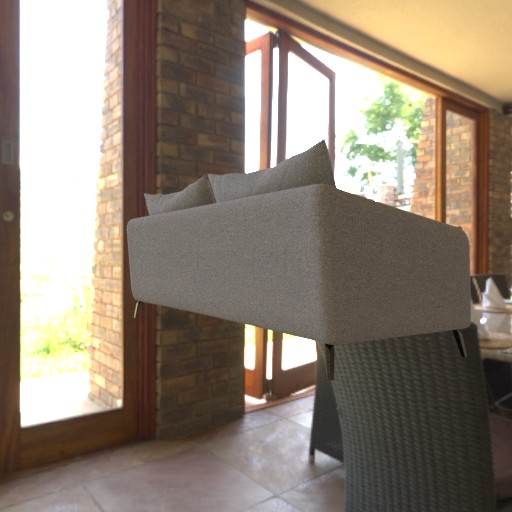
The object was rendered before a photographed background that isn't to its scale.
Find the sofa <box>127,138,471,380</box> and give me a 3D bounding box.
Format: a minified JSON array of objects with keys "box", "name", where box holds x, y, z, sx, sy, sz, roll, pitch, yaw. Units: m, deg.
[{"box":[0.000,0.000,2.428,0.809,0.833,2.022,0,0,-35],"name":"sofa"}]
